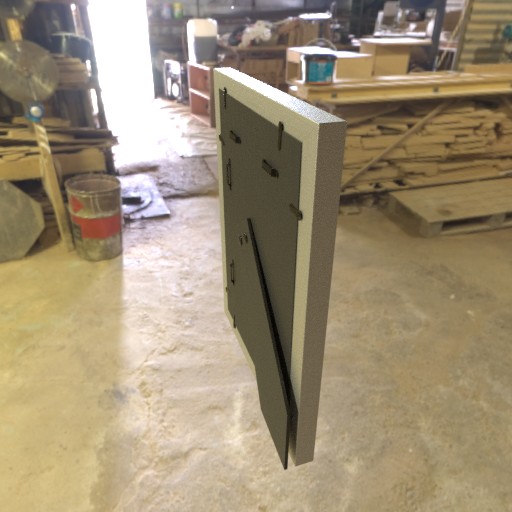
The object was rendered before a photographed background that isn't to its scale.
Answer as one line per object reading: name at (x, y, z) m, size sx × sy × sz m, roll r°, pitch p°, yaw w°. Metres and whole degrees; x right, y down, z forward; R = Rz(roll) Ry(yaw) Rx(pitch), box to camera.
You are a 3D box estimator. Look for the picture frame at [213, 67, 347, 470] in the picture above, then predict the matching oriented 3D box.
picture frame at (0.000, 0.000, 0.537) m, size 0.036 × 0.386 × 0.307 m, roll -10°, pitch 31°, yaw -16°
